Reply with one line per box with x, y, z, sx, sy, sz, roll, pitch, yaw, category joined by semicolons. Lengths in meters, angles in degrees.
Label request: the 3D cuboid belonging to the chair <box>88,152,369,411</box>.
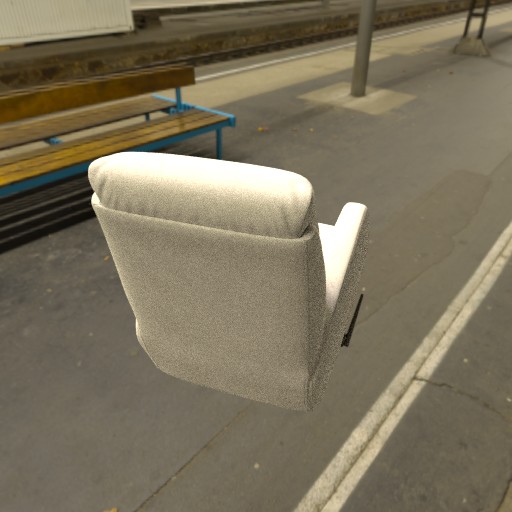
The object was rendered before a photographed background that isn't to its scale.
0.000;0.000;1.669;0.812;1.015;0.941;11;35;16;chair
